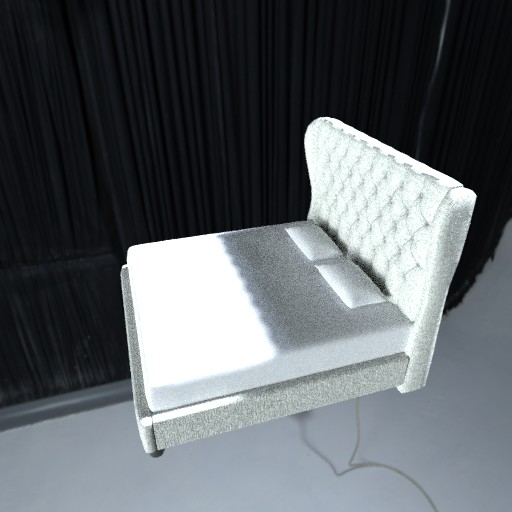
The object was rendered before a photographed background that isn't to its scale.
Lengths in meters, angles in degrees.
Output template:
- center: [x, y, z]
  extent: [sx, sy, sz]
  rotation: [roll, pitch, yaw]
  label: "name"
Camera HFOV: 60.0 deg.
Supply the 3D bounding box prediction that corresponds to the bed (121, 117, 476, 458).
- center: [0.000, 0.000, 3.870]
  extent: [2.347, 1.771, 2.219]
  rotation: [-9, 32, -15]
  label: "bed"
